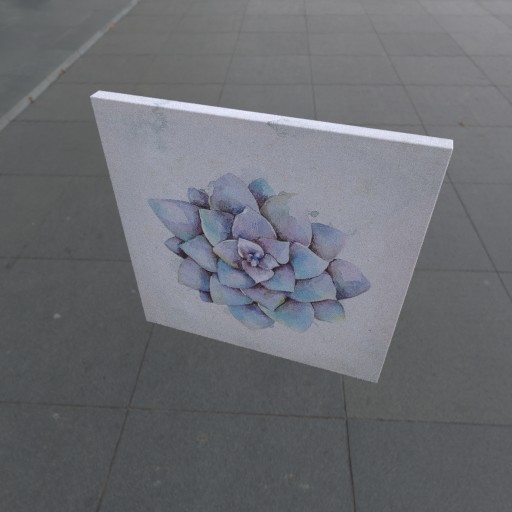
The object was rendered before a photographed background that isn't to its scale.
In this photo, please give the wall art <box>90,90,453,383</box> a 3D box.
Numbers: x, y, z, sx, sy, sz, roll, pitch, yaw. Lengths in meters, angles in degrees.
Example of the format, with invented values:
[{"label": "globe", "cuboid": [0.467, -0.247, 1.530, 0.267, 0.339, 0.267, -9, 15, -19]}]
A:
[{"label": "wall art", "cuboid": [0.000, 0.000, 1.155, 0.762, 0.762, 0.038, 12, 43, 14]}]
